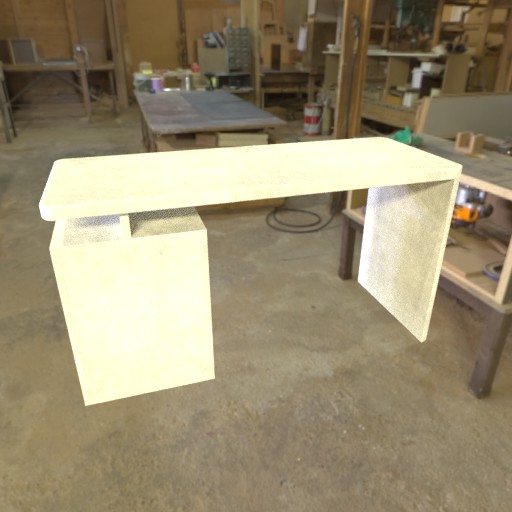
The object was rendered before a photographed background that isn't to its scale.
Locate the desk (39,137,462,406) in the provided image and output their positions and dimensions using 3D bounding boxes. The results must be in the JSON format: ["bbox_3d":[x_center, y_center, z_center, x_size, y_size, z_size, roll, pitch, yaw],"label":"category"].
[{"bbox_3d":[0.000,0.000,1.775,1.400,0.755,0.550,-8,28,-15],"label":"desk"}]
